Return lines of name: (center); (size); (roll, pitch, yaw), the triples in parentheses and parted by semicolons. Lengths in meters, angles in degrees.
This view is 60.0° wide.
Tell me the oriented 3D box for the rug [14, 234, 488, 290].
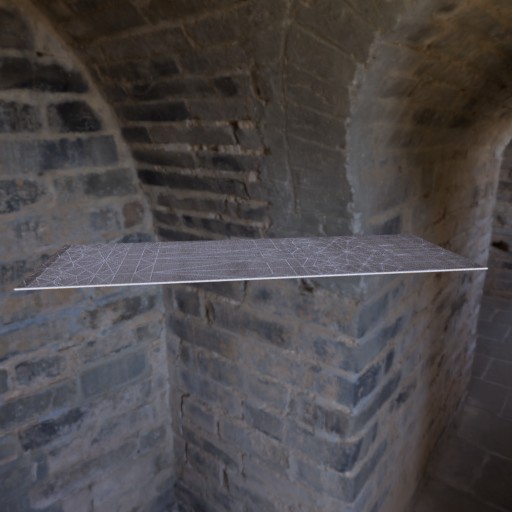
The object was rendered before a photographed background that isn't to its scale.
rug: (0.000, 0.000, 2.626); (2.388, 0.012, 0.864); (-2, 15, -8)
